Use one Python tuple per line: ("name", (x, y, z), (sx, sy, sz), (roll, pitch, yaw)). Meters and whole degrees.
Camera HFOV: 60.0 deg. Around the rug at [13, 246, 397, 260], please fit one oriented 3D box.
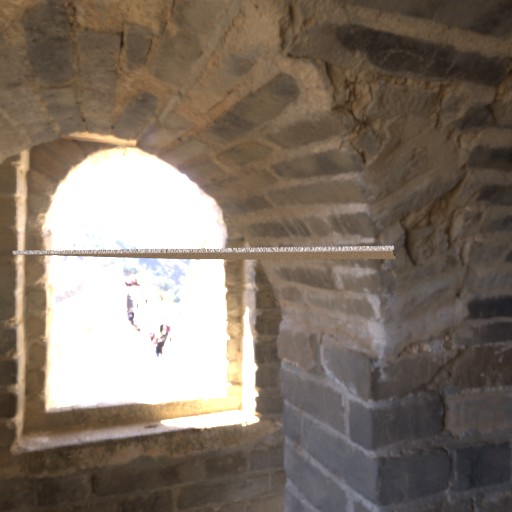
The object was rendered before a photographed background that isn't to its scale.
("rug", (0.000, 0.000, 3.975), (2.400, 0.026, 3.000), (0, -1, 18))
